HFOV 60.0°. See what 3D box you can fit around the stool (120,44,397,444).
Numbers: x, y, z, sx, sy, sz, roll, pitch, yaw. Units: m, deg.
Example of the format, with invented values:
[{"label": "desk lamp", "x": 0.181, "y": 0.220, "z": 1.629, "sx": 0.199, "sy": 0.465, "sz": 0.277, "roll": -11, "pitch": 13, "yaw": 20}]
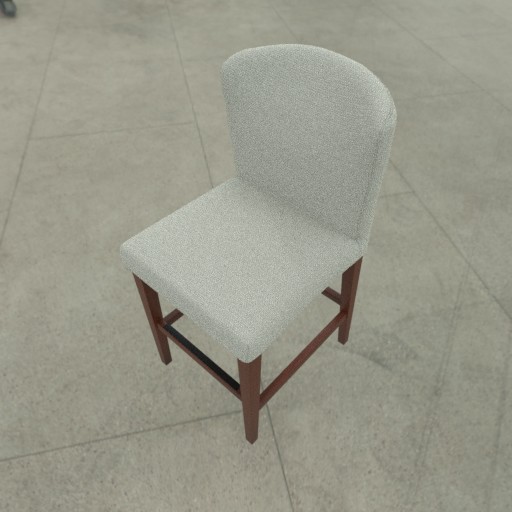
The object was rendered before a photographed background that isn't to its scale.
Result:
[{"label": "stool", "x": 0.000, "y": 0.000, "z": 1.247, "sx": 0.481, "sy": 0.969, "sz": 0.568, "roll": 33, "pitch": 54, "yaw": 28}]
